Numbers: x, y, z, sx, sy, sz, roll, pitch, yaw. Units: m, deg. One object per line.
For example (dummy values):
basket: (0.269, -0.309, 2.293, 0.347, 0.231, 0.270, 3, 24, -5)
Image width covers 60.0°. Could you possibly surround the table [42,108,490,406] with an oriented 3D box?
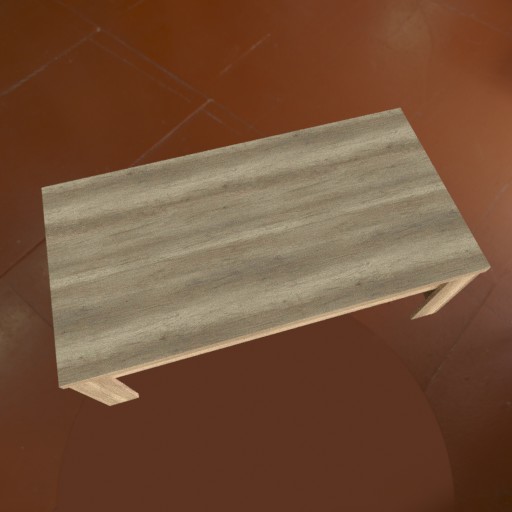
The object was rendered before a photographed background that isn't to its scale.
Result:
table: (0.000, 0.000, 1.679, 1.350, 0.460, 0.700, -14, 65, -7)
